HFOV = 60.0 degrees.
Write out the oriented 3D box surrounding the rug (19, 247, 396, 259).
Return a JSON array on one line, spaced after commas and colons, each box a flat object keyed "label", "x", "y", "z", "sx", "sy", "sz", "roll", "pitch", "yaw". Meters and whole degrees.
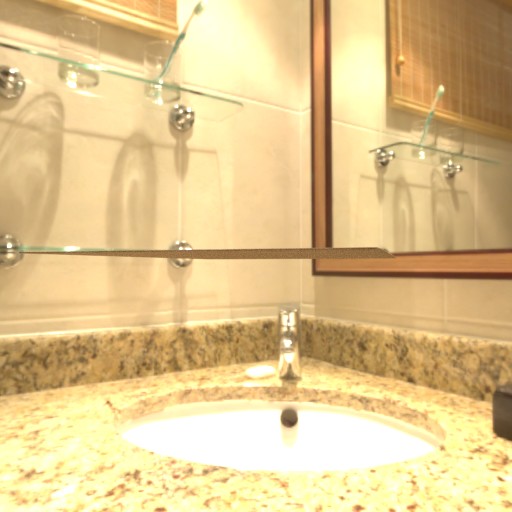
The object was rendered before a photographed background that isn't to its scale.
[{"label": "rug", "x": 0.000, "y": 0.000, "z": 3.915, "sx": 2.313, "sy": 0.009, "sz": 2.939, "roll": 0, "pitch": -1, "yaw": 19}]
